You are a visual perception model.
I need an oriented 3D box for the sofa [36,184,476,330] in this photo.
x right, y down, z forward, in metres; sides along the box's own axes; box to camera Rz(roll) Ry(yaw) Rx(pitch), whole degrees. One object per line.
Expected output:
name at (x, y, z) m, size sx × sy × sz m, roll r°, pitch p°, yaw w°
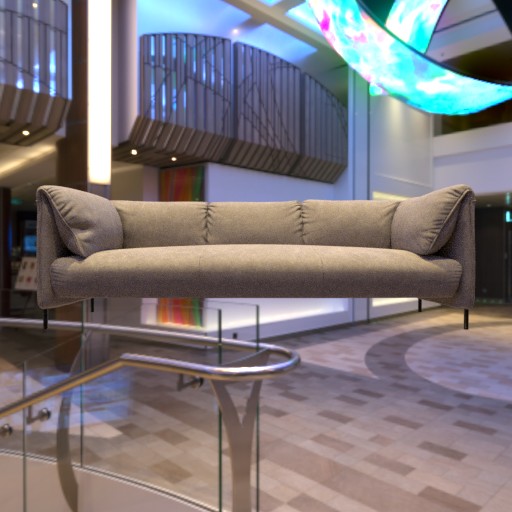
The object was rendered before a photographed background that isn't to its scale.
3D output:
sofa at (0.000, 0.000, 2.633) m, size 2.238 × 0.758 × 0.899 m, roll 0°, pitch 0°, yaw 0°
